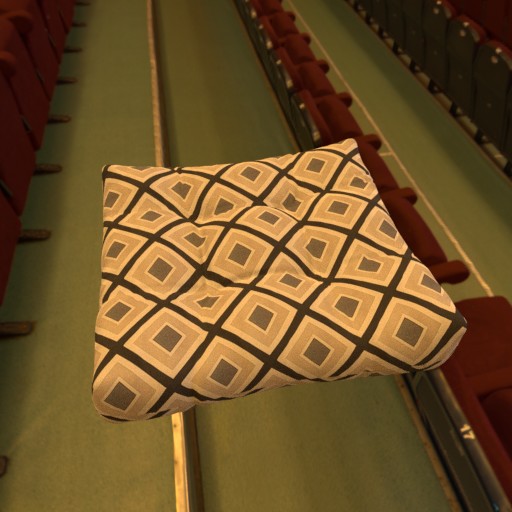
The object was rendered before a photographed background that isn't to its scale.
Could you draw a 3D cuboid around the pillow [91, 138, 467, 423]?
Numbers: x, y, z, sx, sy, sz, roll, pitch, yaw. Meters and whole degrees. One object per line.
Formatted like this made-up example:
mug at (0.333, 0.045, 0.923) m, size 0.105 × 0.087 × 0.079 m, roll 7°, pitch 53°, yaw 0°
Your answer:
pillow at (0.000, 0.000, 0.717) m, size 0.490 × 0.128 × 0.468 m, roll -8°, pitch 48°, yaw -8°
